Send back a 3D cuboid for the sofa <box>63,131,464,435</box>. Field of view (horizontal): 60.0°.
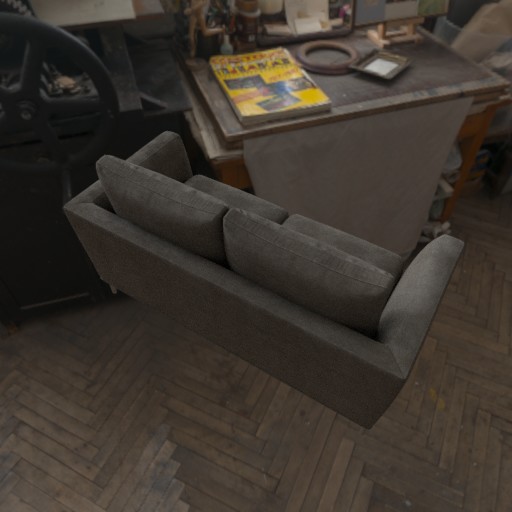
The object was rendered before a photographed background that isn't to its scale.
[{"bbox_3d":[0.000,0.000,2.357,1.832,1.013,0.855,25,52,21],"label":"sofa"}]
